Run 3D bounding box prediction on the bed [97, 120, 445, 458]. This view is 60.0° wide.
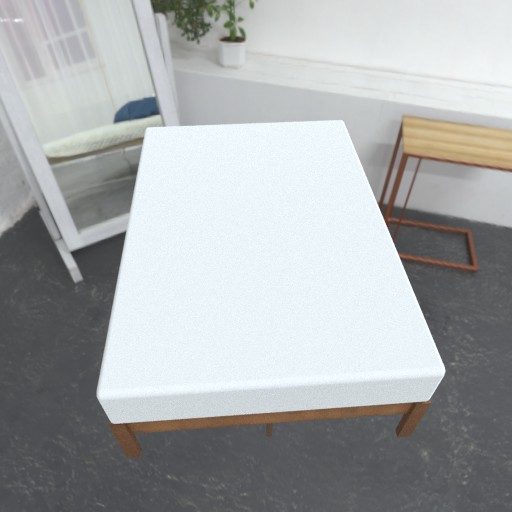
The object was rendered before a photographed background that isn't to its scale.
[{"bbox_3d":[0.000,0.000,2.544,1.348,0.616,1.927,-3,46,-3],"label":"bed"}]
